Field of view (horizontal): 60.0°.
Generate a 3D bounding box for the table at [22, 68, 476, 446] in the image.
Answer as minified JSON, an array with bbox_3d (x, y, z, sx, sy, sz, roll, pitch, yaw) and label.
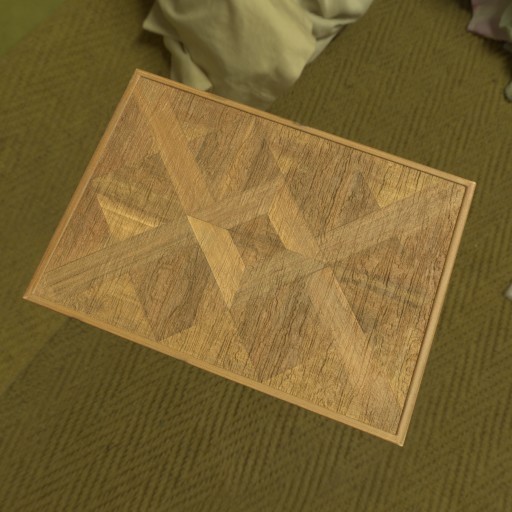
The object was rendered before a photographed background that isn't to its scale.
[{"bbox_3d":[0.000,0.000,1.666,1.238,0.492,0.877,20,78,5],"label":"table"}]
